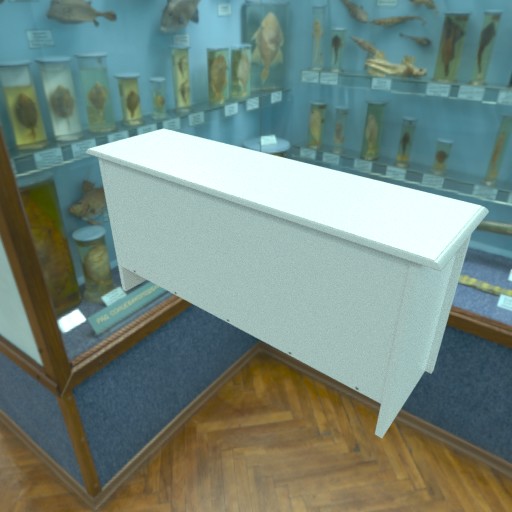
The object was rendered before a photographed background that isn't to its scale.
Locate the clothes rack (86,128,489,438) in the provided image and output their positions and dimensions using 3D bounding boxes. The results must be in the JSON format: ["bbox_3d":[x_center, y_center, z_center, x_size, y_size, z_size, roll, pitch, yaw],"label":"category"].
[{"bbox_3d":[0.000,0.000,1.345,1.120,0.531,0.324,22,37,32],"label":"clothes rack"}]
